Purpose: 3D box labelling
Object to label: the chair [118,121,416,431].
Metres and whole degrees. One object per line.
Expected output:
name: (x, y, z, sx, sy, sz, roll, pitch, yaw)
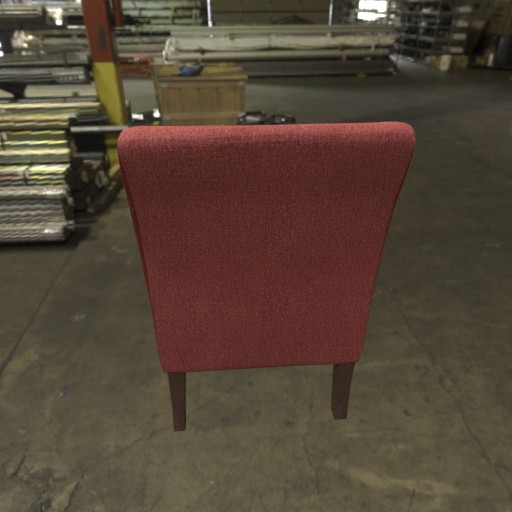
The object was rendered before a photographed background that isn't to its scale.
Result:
chair: (0.000, 0.000, 1.230, 0.538, 0.846, 0.640, -2, 30, -4)
